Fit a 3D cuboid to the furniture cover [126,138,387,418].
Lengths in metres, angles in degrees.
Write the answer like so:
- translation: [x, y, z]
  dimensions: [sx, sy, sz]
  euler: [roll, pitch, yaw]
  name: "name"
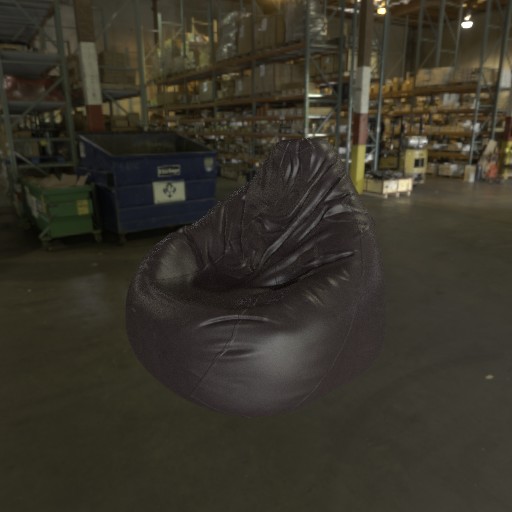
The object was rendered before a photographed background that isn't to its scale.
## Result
- translation: [0.000, 0.000, 1.936]
  dimensions: [1.070, 0.990, 1.070]
  euler: [-15, 22, -42]
  name: "furniture cover"
